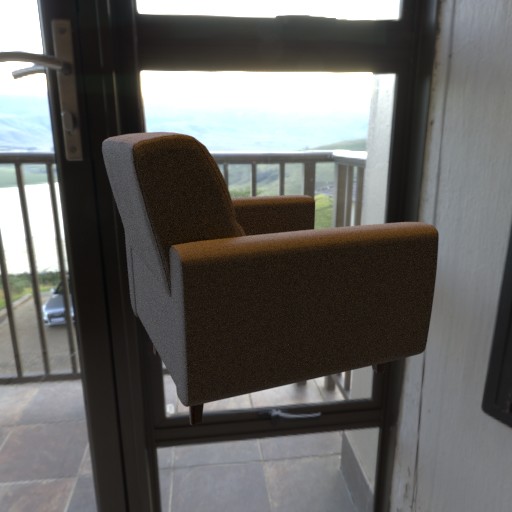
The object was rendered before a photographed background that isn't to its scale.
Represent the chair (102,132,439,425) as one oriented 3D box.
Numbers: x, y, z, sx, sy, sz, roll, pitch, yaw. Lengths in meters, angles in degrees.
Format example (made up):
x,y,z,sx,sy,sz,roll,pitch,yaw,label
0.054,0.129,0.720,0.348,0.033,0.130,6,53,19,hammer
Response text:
x,y,z,sx,sy,sz,roll,pitch,yaw,label
0.000,0.000,1.556,0.907,0.839,0.831,-7,17,-24,chair
